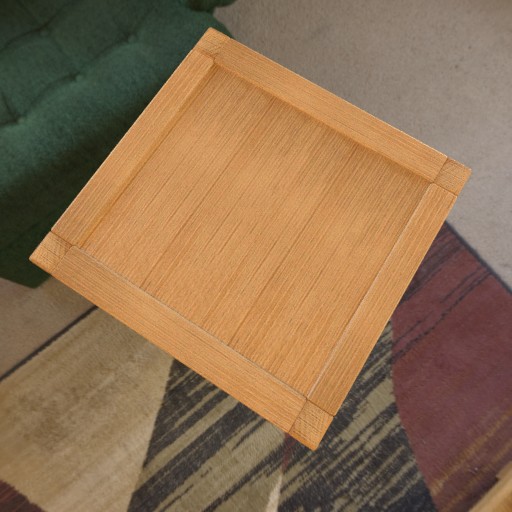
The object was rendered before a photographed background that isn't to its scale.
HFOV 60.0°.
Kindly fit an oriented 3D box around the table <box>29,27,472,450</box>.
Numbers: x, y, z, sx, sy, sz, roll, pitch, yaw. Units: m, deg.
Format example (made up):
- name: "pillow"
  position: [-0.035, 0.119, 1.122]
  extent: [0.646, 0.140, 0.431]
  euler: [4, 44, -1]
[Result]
- name: "table"
  position: [0.000, 0.000, 1.055]
  extent: [0.559, 0.610, 0.558]
  euler: [32, 78, 7]
